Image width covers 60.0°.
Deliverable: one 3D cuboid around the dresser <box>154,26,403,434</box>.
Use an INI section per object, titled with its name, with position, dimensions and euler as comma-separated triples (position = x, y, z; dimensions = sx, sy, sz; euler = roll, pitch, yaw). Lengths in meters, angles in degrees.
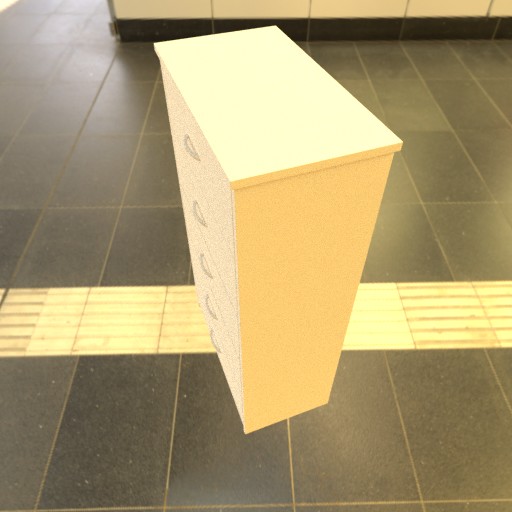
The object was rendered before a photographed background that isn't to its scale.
[dresser]
position = 0.000, 0.000, 1.571
dimensions = 0.399, 1.255, 0.704
euler = -15, 49, -14
